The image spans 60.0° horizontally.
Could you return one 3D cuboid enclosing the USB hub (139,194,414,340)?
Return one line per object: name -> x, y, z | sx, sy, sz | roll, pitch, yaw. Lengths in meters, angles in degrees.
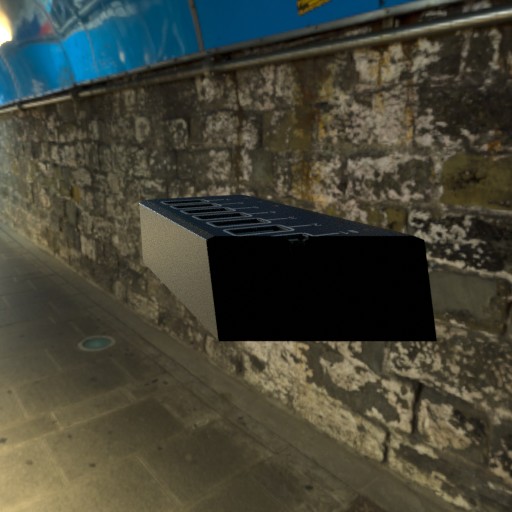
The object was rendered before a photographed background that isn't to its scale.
USB hub -> 0.000, 0.000, 0.129 | 0.044, 0.023, 0.110 | -7, 16, -26
